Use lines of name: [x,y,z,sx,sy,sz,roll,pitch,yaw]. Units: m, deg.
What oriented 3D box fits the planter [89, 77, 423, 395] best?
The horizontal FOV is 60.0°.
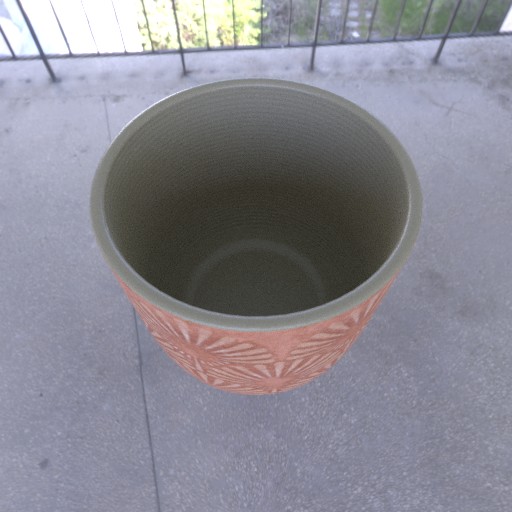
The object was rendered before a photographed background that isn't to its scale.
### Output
planter: [0.000,0.000,0.212,0.124,0.109,0.124,0,57,0]
